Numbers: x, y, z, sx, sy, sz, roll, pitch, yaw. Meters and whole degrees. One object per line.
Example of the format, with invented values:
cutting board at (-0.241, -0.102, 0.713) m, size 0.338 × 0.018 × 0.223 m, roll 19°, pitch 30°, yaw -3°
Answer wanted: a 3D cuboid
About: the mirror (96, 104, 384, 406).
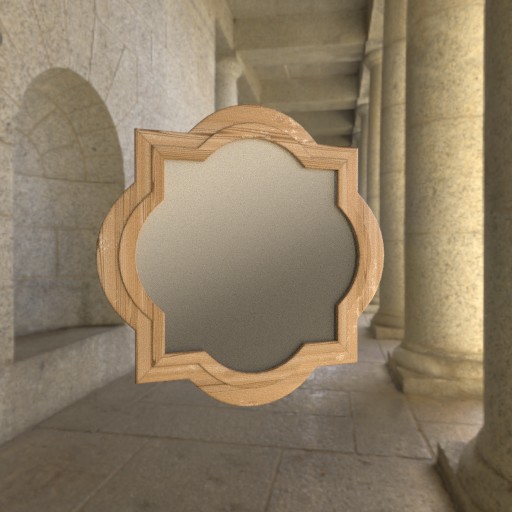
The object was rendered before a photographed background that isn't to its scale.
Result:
mirror at (0.000, 0.000, 1.035) m, size 0.686 × 0.686 × 0.019 m, roll 0°, pitch 1°, yaw -19°
